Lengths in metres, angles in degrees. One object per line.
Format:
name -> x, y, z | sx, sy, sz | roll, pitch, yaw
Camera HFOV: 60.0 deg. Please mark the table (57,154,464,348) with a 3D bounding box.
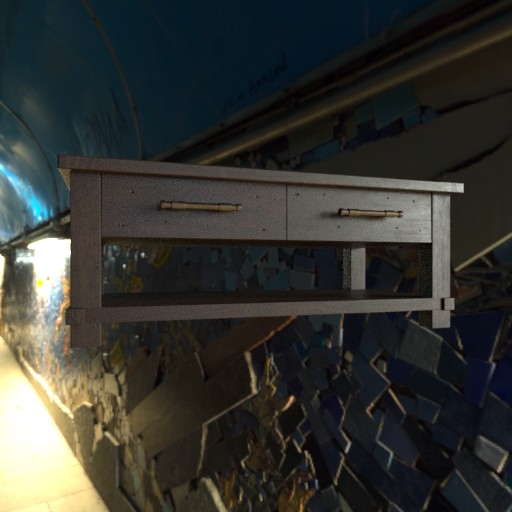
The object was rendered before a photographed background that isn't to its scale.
table -> 0.000, 0.000, 1.623 | 1.270, 0.494, 0.700 | 0, -1, -18
